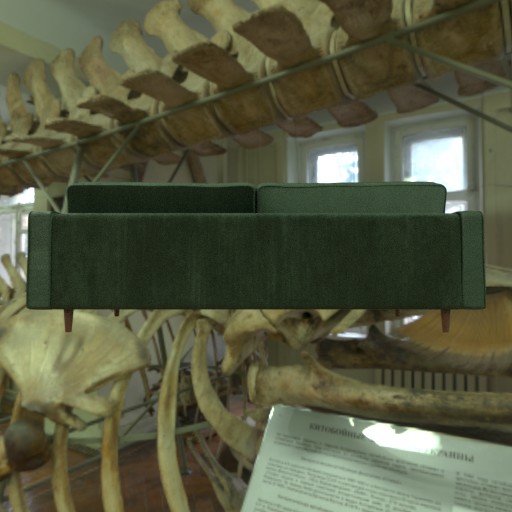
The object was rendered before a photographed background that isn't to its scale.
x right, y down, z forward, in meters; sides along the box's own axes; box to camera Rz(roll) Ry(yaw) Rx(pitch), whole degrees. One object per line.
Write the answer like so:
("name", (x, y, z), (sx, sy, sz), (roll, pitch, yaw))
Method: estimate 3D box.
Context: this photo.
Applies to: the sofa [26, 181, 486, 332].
("sofa", (0.000, 0.000, 2.559), (2.199, 0.769, 0.918), (0, -2, 0))
